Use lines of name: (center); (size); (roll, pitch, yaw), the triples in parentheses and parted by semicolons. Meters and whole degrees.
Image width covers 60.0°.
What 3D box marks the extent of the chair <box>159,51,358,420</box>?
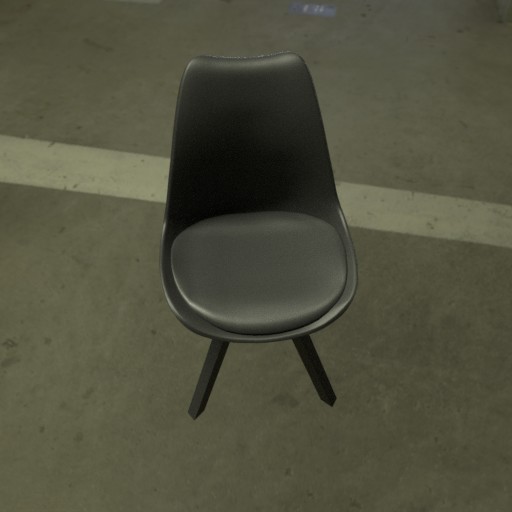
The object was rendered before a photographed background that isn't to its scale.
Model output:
chair: (0.000, 0.000, 1.184); (0.485, 0.850, 0.550); (-4, 48, -4)
